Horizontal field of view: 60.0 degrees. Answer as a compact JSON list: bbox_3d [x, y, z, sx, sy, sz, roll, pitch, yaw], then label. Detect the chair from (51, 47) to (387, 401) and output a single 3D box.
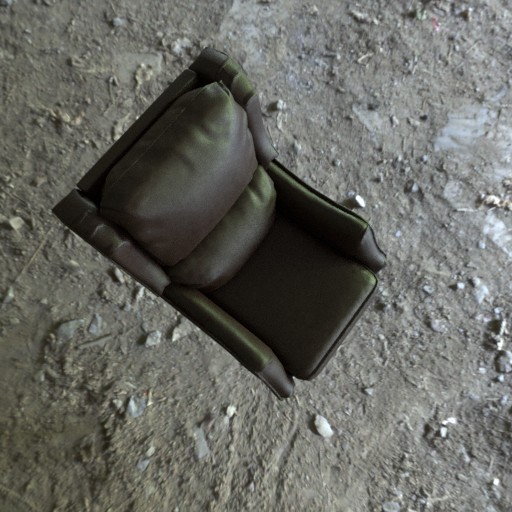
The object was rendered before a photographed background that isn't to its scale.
[{"bbox_3d":[0.000,0.000,1.778,0.982,1.132,0.770,37,79,9],"label":"chair"}]
